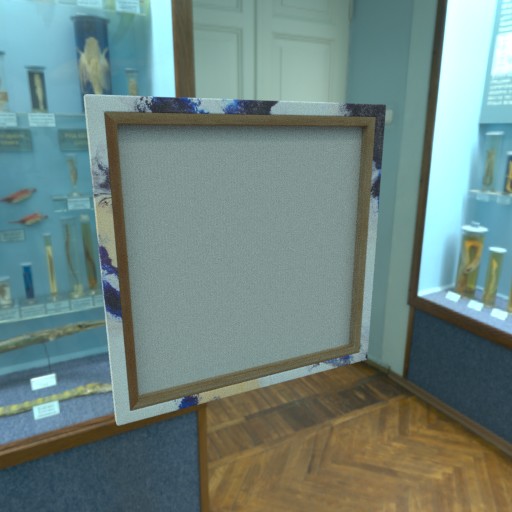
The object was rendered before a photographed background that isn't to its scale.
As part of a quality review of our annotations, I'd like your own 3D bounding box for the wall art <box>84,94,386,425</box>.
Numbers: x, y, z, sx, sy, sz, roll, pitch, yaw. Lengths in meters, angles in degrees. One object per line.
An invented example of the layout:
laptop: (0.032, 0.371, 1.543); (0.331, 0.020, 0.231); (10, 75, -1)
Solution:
wall art: (0.000, 0.000, 1.334); (0.887, 0.885, 0.038); (-7, 17, -25)
